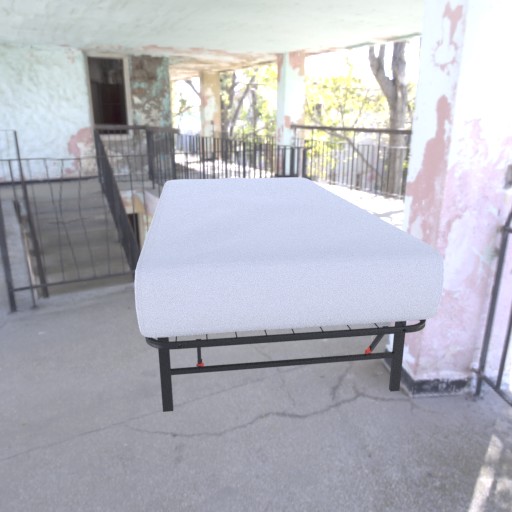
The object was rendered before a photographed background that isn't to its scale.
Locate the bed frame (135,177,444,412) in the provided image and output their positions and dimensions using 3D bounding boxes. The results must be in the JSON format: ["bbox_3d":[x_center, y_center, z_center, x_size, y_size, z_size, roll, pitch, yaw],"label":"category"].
[{"bbox_3d":[0.000,0.000,2.356,1.025,0.640,1.908,-3,18,-8],"label":"bed frame"}]
